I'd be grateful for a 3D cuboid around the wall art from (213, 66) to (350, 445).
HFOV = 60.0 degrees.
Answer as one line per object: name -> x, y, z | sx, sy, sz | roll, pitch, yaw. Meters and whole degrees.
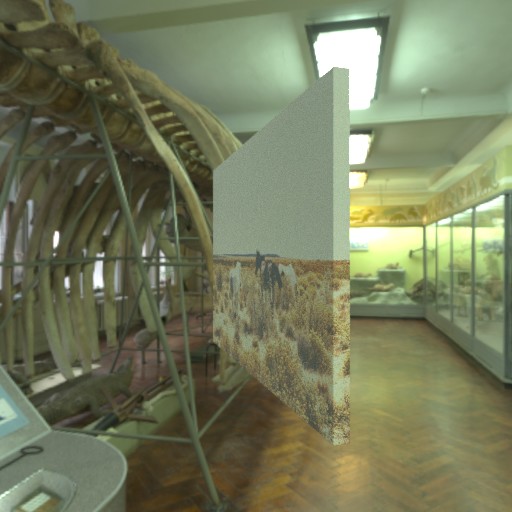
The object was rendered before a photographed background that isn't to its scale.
wall art -> 0.000, 0.000, 1.916 | 0.051, 1.016, 1.520 | 0, 0, -18
